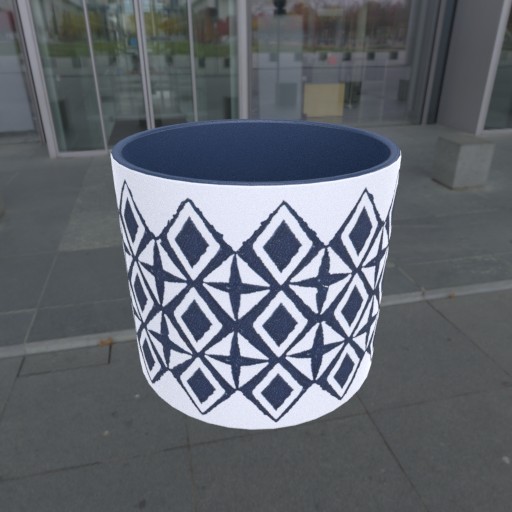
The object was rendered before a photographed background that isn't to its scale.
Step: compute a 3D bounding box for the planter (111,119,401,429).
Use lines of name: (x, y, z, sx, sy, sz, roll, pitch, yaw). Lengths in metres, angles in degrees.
planter: (0.000, 0.000, 0.398, 0.224, 0.203, 0.224, 0, 26, 0)
